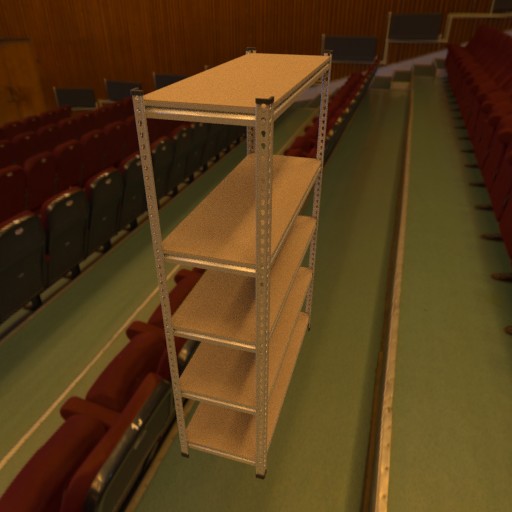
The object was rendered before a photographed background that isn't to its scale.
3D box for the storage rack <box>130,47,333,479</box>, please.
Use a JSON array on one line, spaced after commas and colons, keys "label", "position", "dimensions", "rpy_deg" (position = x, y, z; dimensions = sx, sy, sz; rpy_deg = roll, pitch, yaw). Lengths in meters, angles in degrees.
[{"label": "storage rack", "position": [0.000, 0.000, 2.293], "dimensions": [0.457, 1.829, 1.219], "rpy_deg": [9, 32, 14]}]
